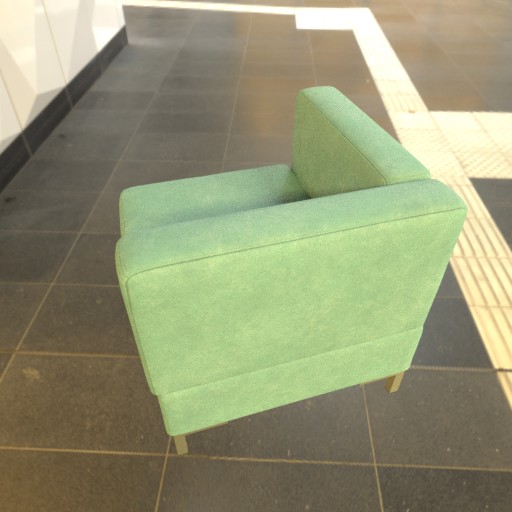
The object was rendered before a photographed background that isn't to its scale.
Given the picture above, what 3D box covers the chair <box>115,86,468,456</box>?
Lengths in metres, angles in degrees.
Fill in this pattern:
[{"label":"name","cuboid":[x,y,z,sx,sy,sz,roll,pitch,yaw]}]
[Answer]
[{"label":"chair","cuboid":[0.000,0.000,1.202,0.680,0.660,0.680,-11,43,-13]}]
